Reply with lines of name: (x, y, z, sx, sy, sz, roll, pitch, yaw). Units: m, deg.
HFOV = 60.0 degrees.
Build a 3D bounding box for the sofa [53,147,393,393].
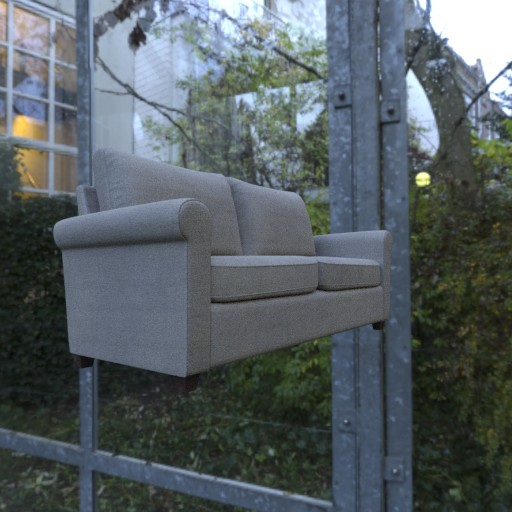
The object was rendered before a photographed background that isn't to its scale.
sofa: (0.000, 0.000, 2.411, 0.842, 0.942, 1.935, -1, -1, 37)
